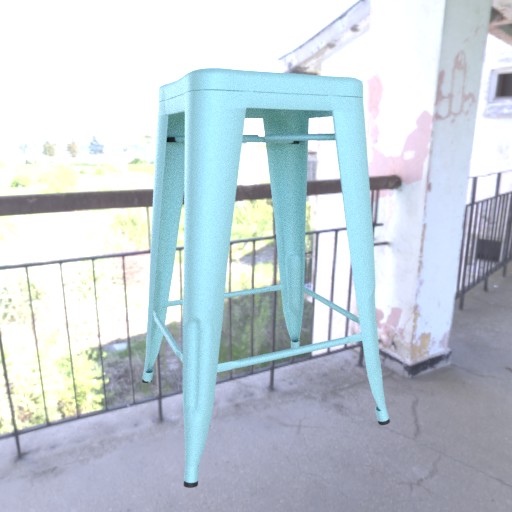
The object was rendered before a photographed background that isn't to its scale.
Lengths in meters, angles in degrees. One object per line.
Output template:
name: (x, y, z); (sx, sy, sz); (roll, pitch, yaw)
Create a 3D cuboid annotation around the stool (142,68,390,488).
stool: (0.000, 0.000, 0.830); (0.399, 0.609, 0.359); (-7, 16, -24)
